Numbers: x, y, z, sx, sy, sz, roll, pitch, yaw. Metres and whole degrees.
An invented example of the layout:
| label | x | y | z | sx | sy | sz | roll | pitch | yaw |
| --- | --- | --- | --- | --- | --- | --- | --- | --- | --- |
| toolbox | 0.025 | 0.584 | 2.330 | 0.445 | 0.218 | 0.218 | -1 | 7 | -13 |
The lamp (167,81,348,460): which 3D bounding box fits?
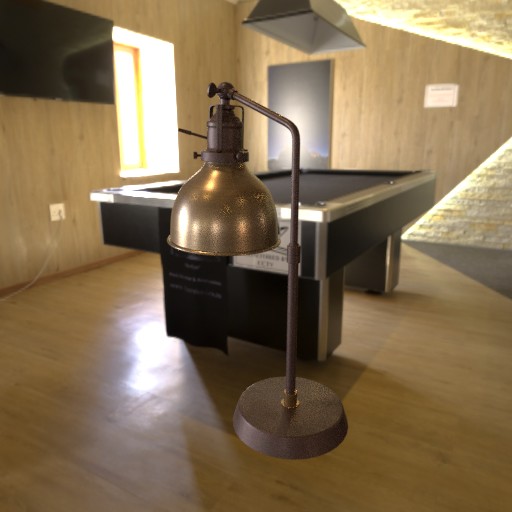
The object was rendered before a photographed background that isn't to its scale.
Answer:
| label | x | y | z | sx | sy | sz | roll | pitch | yaw |
| --- | --- | --- | --- | --- | --- | --- | --- | --- | --- |
| lamp | 0.000 | 0.000 | 0.625 | 0.175 | 0.469 | 0.298 | -14 | 21 | -43 |
